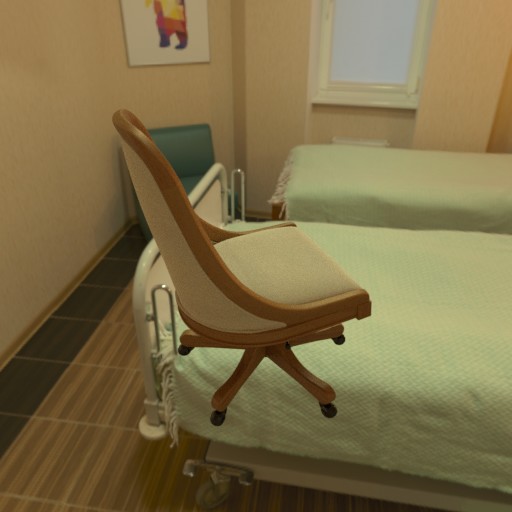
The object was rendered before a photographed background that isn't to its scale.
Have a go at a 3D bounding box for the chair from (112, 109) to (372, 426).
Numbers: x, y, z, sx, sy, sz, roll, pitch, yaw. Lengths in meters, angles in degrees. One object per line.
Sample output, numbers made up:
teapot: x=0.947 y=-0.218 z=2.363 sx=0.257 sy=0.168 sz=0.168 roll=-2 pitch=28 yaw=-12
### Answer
chair: x=0.000 y=0.000 z=1.536 sx=0.811 sy=1.009 sz=0.702 roll=-10 pitch=31 yaw=-18
